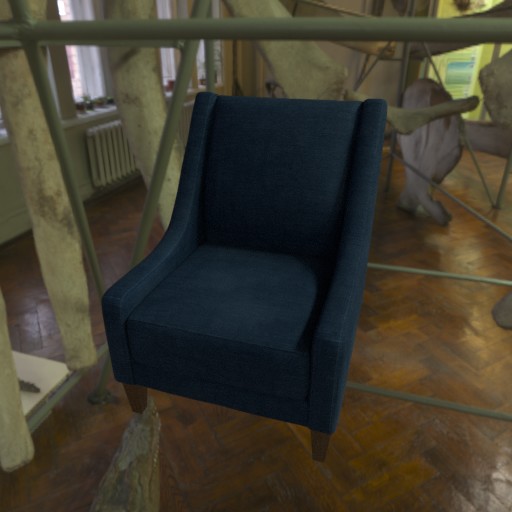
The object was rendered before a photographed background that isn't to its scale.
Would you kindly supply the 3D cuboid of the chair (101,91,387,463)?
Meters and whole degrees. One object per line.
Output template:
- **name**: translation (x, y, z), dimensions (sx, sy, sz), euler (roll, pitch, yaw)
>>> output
- **chair**: translation (0.000, 0.000, 1.601), dimensions (0.774, 1.014, 0.870), euler (8, 28, 16)
